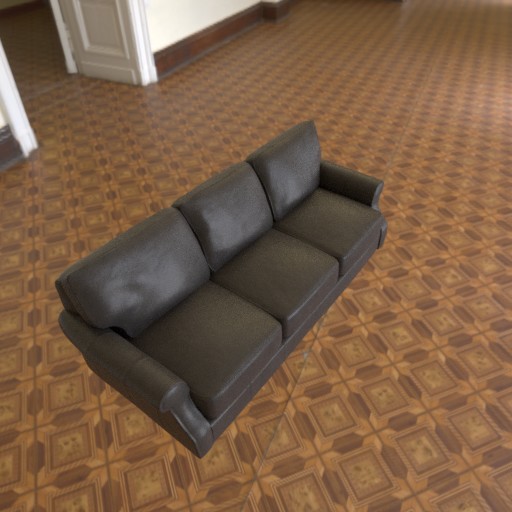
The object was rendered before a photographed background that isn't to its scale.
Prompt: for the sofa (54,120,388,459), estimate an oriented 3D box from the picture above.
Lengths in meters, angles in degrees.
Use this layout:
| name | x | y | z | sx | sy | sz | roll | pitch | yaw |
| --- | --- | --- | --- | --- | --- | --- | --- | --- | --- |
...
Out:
| name | x | y | z | sx | sy | sz | roll | pitch | yaw |
| --- | --- | --- | --- | --- | --- | --- | --- | --- | --- |
| sofa | 0.000 | 0.000 | 2.903 | 0.974 | 0.977 | 2.387 | 26 | 47 | 27 |
